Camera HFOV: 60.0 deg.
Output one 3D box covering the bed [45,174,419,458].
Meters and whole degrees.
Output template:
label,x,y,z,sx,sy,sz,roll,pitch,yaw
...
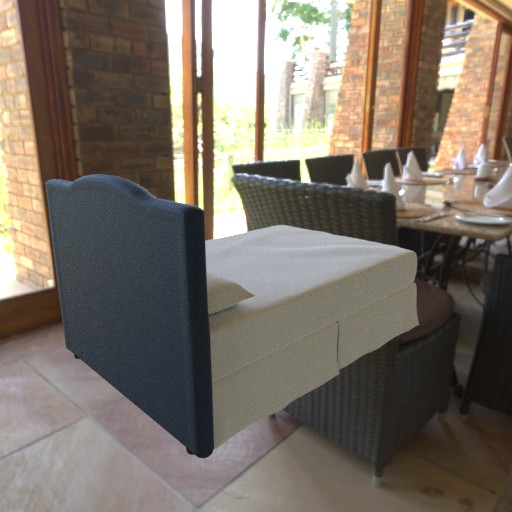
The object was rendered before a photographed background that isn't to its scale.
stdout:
label,x,y,z,sx,sy,sz,roll,pitch,yaw
bed,0.000,0.000,3.530,2.507,1.441,1.741,-15,22,-42
